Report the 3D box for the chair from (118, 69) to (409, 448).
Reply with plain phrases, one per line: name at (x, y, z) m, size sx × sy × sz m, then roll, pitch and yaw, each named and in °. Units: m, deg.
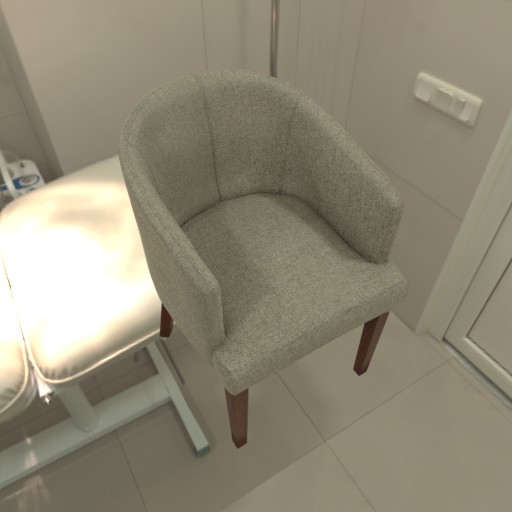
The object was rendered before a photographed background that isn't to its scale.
chair at (0.000, 0.000, 1.247) m, size 0.583 × 0.811 × 0.655 m, roll -24°, pitch 50°, yaw -22°
